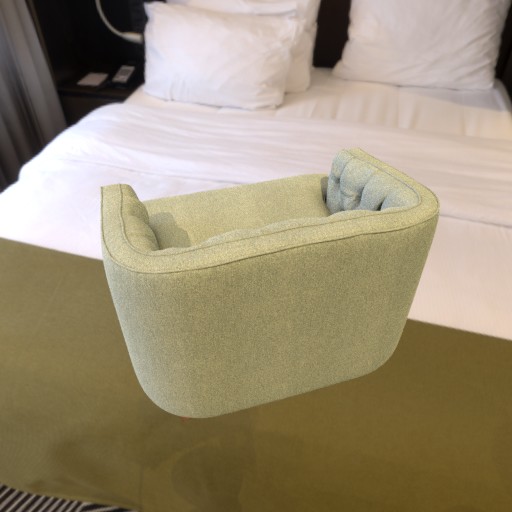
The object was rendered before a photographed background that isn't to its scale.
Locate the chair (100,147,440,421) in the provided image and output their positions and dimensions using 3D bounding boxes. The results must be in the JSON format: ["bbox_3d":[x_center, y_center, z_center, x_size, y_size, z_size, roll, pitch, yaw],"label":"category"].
[{"bbox_3d":[0.000,0.000,1.766,1.094,0.852,0.945,-11,42,-13],"label":"chair"}]
